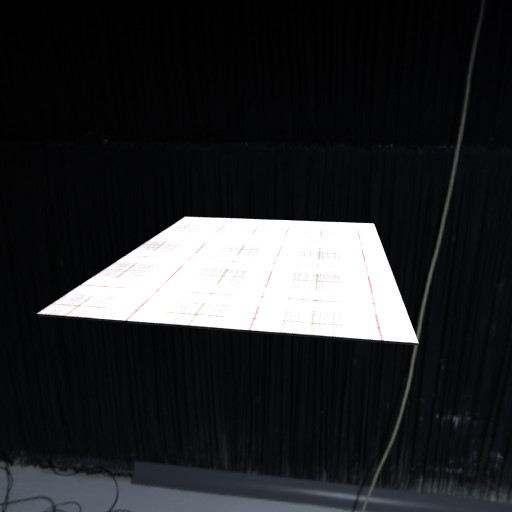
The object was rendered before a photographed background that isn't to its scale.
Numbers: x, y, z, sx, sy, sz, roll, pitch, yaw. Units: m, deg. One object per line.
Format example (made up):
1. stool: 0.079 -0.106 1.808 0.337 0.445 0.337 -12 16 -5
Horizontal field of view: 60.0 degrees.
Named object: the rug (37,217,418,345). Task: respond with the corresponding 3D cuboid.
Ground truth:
1. rug: 0.000 0.000 4.022 2.317 0.016 2.959 3 17 9
